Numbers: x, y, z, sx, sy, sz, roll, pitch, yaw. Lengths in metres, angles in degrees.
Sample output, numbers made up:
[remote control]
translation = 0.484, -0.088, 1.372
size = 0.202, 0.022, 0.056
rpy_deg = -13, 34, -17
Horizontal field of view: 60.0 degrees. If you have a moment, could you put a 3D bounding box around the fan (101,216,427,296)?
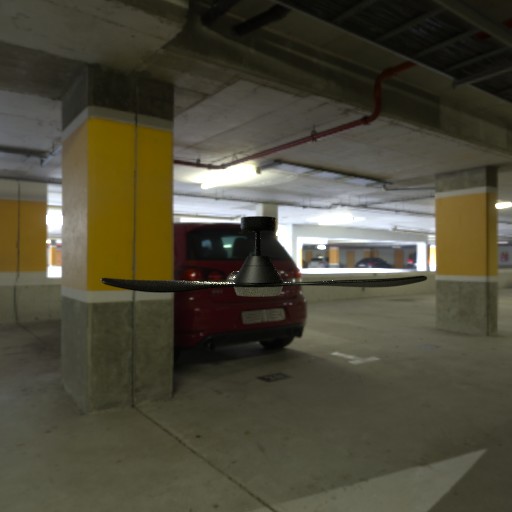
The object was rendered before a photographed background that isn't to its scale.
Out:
[fan]
translation = 0.000, 0.000, 1.644
size = 1.067, 0.305, 1.067
rpy_deg = -1, -1, 36
